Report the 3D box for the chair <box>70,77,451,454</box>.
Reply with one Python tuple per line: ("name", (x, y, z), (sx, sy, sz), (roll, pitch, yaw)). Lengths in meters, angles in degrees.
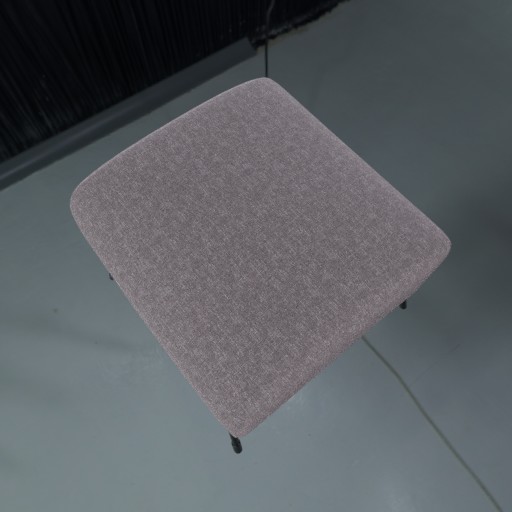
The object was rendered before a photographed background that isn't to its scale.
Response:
("chair", (0.000, 0.000, 0.915), (0.530, 0.410, 0.530), (-36, 70, -15))
